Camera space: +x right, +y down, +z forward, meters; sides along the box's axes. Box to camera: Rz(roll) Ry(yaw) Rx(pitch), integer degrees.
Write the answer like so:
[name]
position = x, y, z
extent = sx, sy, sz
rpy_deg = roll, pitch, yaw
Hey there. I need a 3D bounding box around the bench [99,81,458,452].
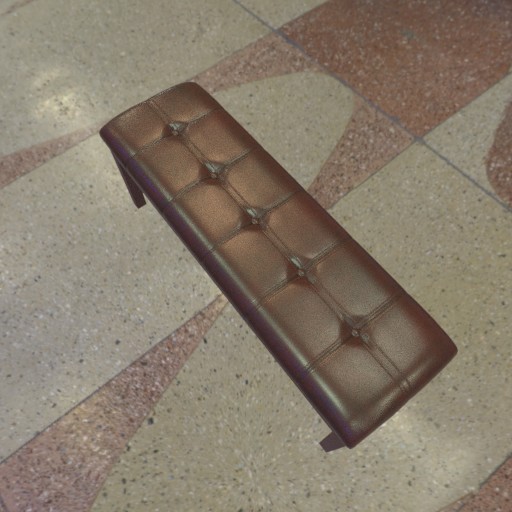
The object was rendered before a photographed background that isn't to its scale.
[bench]
position = 0.000, 0.000, 1.500
extent = 0.401, 0.491, 1.259
rpy_deg = -35, 68, -16
